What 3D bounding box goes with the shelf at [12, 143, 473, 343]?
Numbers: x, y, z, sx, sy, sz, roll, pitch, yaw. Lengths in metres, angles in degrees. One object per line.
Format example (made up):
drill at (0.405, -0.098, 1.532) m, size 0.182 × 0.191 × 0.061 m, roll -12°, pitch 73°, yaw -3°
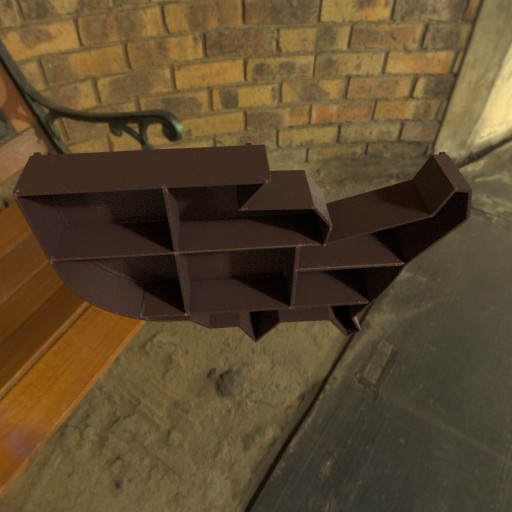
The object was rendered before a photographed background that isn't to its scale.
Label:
shelf at (0.000, 0.000, 0.866) m, size 0.729 × 0.439 × 0.112 m, roll -3°, pitch 46°, yaw -3°
